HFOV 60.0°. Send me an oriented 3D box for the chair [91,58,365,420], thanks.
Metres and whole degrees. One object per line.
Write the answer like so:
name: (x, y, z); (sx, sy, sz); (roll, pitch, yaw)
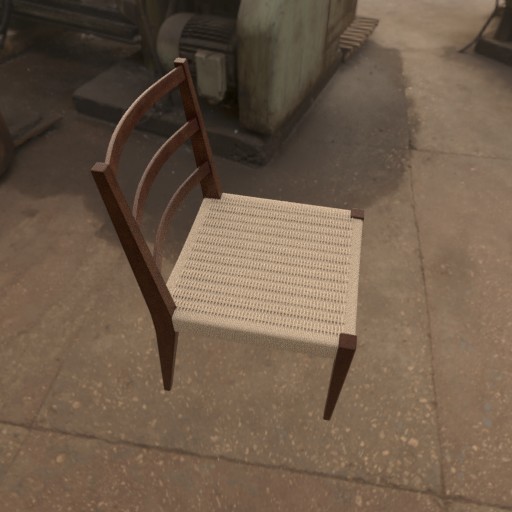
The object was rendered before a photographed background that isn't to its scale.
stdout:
chair: (0.000, 0.000, 1.180); (0.551, 0.813, 0.480); (9, 48, 8)
